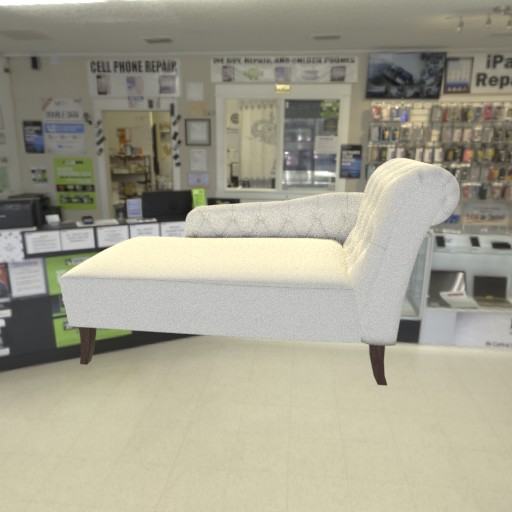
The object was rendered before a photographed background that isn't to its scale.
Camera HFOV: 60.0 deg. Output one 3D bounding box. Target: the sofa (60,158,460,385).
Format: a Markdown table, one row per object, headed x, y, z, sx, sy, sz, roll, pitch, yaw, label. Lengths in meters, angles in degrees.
| x | y | z | sx | sy | sz | roll | pitch | yaw | label |
| --- | --- | --- | --- | --- | --- | --- | --- | --- | --- |
| 0.000 | 0.000 | 1.842 | 1.379 | 0.787 | 0.675 | 2 | 15 | 8 | sofa |
